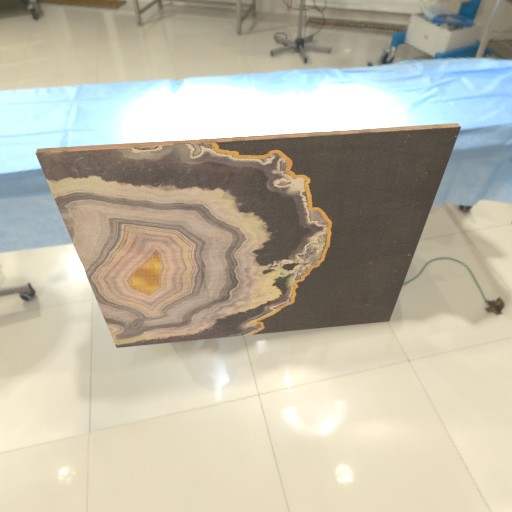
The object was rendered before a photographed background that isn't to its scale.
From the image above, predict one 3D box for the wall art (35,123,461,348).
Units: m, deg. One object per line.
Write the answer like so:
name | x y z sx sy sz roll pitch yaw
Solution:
wall art | 0.000 0.000 0.676 0.508 0.408 0.010 -5 46 -5
